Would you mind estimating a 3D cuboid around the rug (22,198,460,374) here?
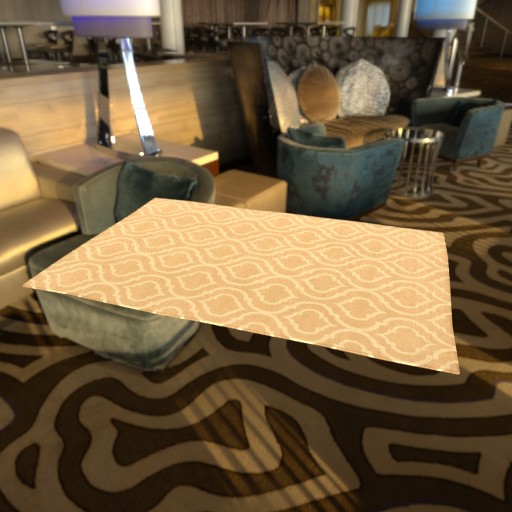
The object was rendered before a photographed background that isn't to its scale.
[{"bbox_3d":[0.000,0.000,2.144,1.761,0.013,1.152,9,29,16],"label":"rug"}]
